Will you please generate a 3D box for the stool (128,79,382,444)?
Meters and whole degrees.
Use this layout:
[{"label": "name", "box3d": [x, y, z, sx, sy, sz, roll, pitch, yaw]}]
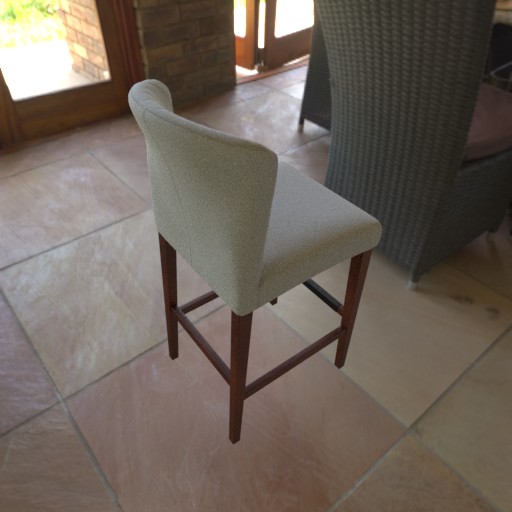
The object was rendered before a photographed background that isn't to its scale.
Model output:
[{"label": "stool", "box3d": [0.000, 0.000, 1.355, 0.568, 1.069, 0.479, -26, 47, -27]}]
